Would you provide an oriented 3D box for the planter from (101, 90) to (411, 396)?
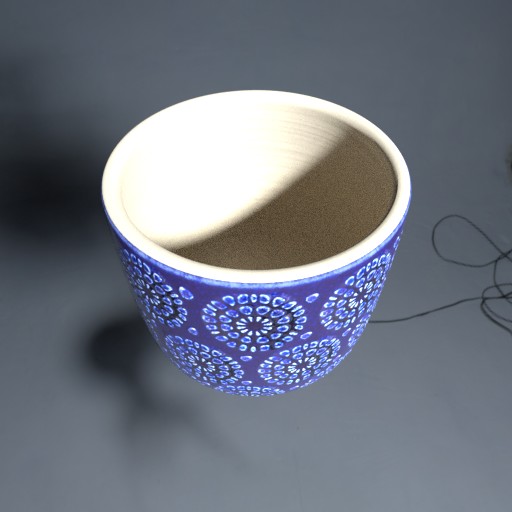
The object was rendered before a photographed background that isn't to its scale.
[{"bbox_3d":[0.000,0.000,0.293,0.165,0.149,0.165,0,48,0],"label":"planter"}]
